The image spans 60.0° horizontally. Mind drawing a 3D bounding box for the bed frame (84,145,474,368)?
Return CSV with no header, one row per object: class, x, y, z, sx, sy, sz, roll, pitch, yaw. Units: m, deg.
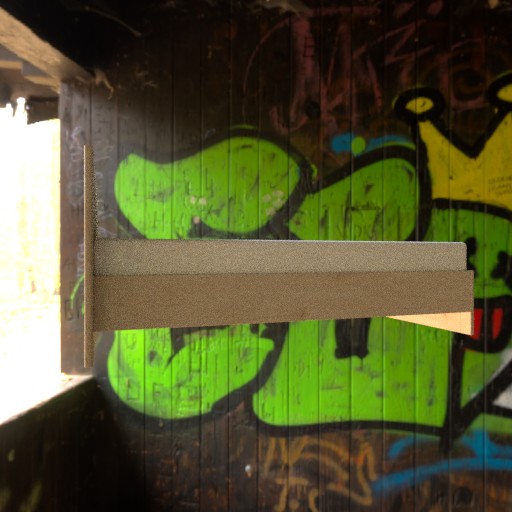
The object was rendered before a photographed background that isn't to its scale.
bed frame,0.000,0.000,2.976,2.080,0.900,1.800,0,0,-19
